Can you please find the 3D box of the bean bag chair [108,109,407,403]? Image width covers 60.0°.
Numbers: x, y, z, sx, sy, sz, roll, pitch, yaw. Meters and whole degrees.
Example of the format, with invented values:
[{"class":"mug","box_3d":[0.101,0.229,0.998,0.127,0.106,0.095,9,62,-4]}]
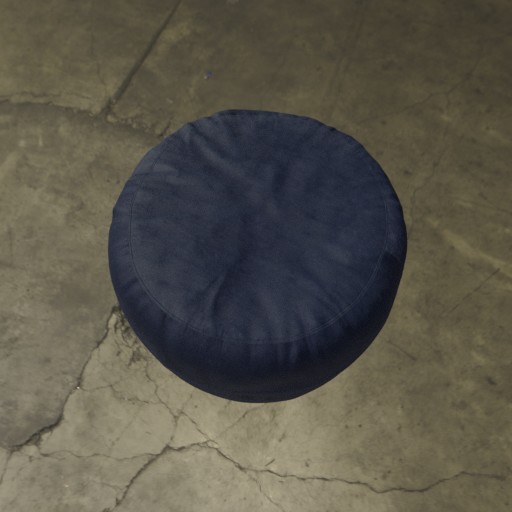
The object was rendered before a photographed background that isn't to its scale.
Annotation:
[{"class":"bean bag chair","box_3d":[0.000,0.000,1.966,1.219,0.762,1.219,0,64,0]}]
